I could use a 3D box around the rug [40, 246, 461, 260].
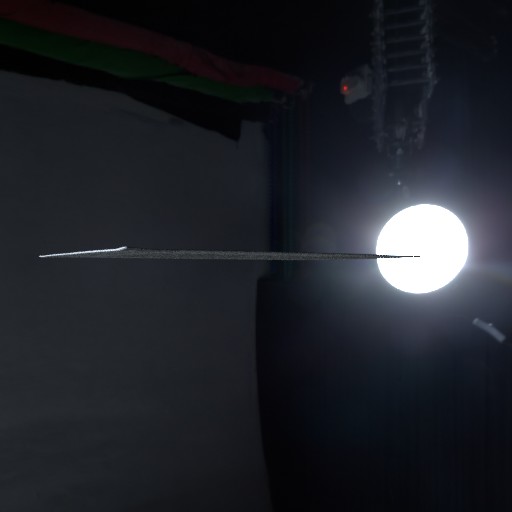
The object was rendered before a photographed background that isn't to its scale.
[{"bbox_3d":[0.000,0.000,2.287,1.828,0.019,1.209,1,-2,-37],"label":"rug"}]
